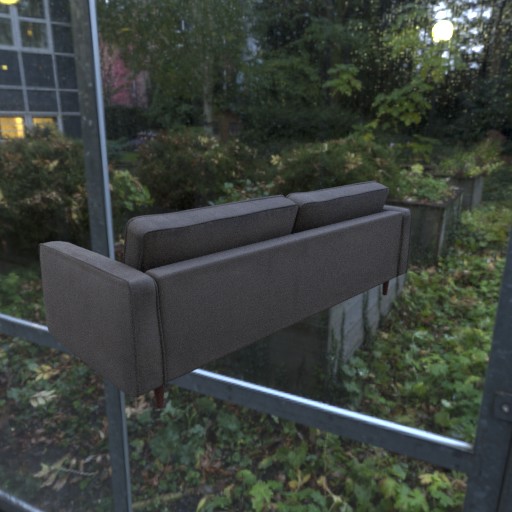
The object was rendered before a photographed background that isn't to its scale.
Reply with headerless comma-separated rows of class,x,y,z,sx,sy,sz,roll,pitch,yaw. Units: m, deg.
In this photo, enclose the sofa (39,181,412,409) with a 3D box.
sofa,0.000,0.000,2.732,0.923,0.813,2.295,15,22,43
